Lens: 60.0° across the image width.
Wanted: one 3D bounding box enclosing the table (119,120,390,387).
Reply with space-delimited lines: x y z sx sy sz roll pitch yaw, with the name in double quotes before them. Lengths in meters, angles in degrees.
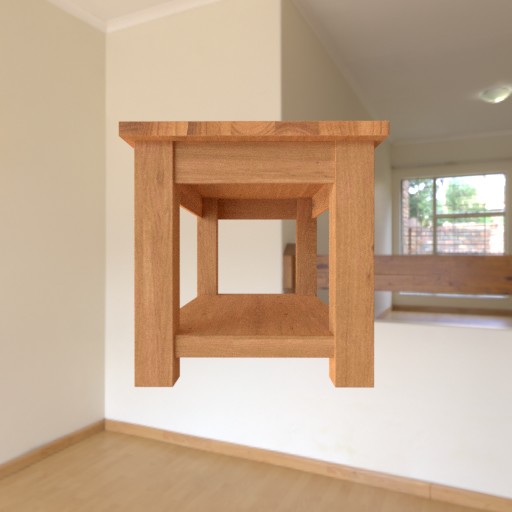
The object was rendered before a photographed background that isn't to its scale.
"table" 0.000 0.000 1.185 0.450 0.452 0.899 0 0 0
